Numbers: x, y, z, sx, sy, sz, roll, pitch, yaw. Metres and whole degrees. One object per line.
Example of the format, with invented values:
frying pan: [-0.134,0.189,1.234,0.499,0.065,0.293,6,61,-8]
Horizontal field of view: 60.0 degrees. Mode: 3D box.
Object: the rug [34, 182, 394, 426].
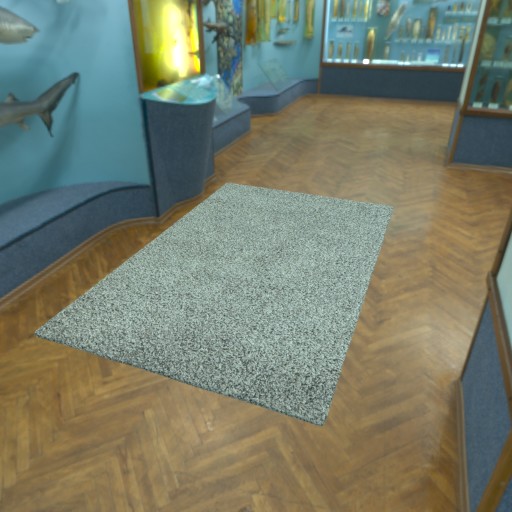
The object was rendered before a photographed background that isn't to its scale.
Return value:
rug: [0.000,0.000,3.463,1.778,0.030,2.743,11,32,19]
